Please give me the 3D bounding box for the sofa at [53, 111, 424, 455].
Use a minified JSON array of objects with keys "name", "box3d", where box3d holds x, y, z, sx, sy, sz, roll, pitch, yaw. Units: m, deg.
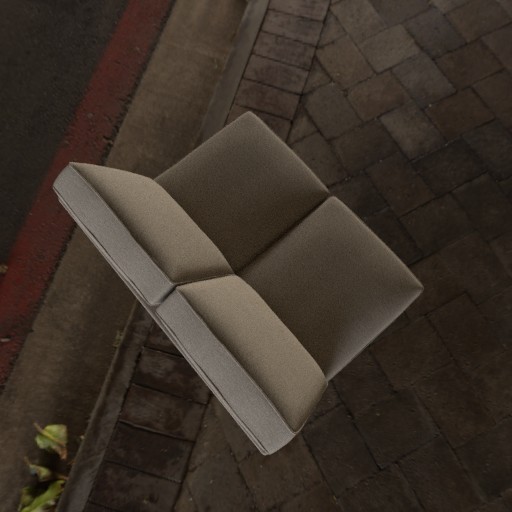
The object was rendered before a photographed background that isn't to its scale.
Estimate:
[{"name":"sofa","box3d":[0.000,0.000,1.982,0.978,1.006,1.232,-40,78,-10]}]
